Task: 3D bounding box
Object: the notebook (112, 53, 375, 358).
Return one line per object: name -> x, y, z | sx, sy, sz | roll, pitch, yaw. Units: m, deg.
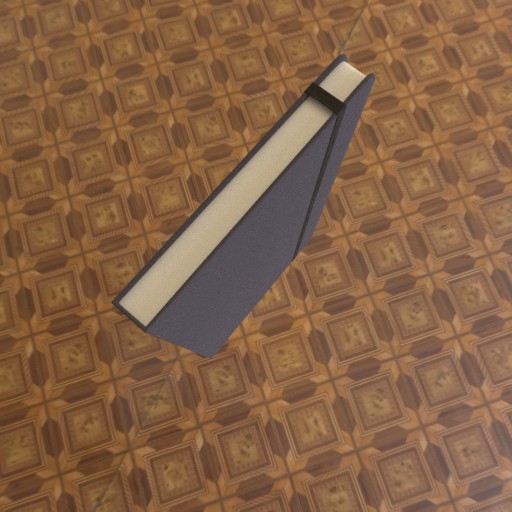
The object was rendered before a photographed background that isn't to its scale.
notebook -> 0.000, 0.000, 0.255 | 0.016, 0.213, 0.127 | 39, 78, 10
